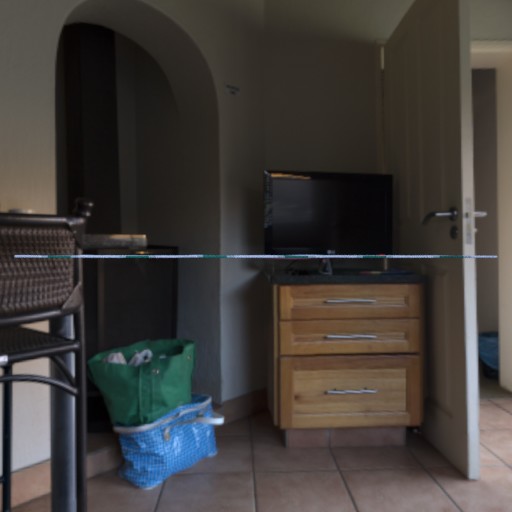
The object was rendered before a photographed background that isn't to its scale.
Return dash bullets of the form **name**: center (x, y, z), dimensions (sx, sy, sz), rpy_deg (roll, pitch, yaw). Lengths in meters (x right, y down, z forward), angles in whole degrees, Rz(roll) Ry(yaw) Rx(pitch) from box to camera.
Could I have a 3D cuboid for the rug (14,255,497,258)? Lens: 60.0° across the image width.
- **rug**: center (0.000, 0.000, 2.986), dimensions (2.436, 0.015, 1.521), rpy_deg (0, 0, 0)
